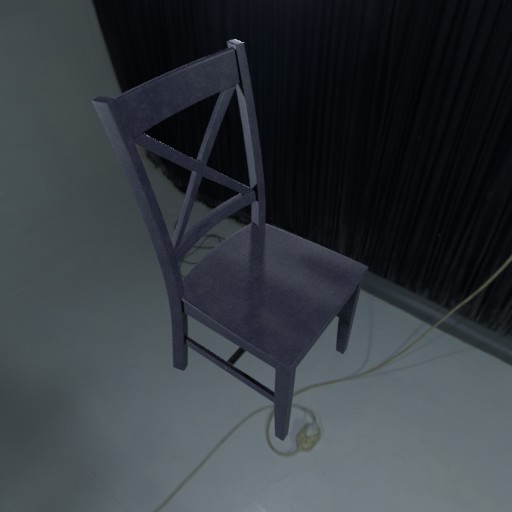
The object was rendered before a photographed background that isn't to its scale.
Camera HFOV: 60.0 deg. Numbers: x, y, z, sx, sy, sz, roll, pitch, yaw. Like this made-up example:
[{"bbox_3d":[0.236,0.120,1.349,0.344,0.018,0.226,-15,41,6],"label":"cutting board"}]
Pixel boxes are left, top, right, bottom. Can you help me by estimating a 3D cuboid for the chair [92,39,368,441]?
[{"bbox_3d":[0.000,0.000,1.296,0.542,0.983,0.485,26,49,25],"label":"chair"}]
